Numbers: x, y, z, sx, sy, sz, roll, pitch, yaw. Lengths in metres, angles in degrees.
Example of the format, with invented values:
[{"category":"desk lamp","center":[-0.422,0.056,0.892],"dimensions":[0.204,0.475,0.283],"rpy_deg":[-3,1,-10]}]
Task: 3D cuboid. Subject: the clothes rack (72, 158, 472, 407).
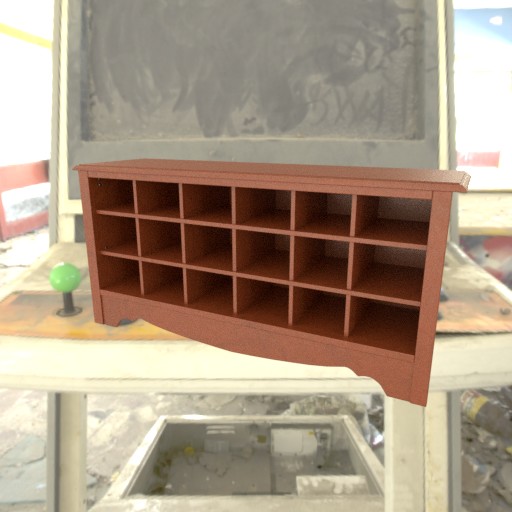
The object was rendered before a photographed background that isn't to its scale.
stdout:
[{"category":"clothes rack","center":[0.000,0.000,1.508],"dimensions":[1.251,0.594,0.362],"rpy_deg":[8,18,25]}]
